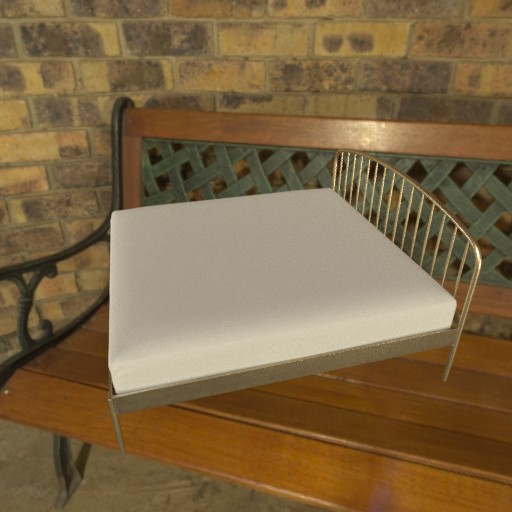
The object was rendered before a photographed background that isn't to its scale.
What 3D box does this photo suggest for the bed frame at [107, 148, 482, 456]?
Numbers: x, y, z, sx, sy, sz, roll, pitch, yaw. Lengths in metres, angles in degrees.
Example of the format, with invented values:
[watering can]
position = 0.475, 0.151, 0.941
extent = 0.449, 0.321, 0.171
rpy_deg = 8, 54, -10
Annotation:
[bed frame]
position = 0.000, 0.000, 3.304
extent = 2.152, 1.174, 2.016
rpy_deg = -8, 31, -13
